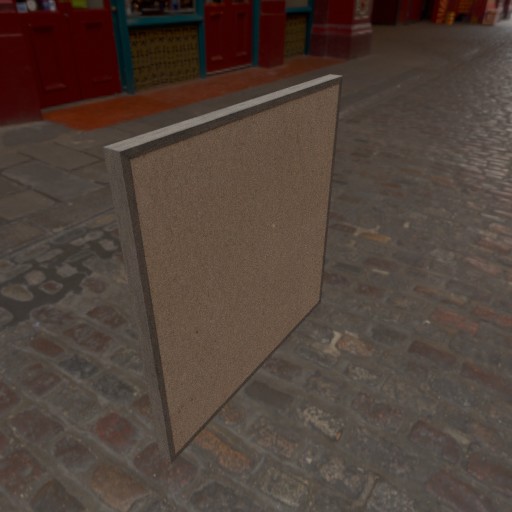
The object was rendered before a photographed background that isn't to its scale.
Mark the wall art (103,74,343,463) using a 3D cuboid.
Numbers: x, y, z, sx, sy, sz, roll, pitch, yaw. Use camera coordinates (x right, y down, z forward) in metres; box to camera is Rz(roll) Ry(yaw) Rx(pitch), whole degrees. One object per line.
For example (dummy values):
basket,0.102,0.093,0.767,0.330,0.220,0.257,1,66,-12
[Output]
wall art,0.000,0.000,1.131,0.038,0.762,0.762,20,37,29
